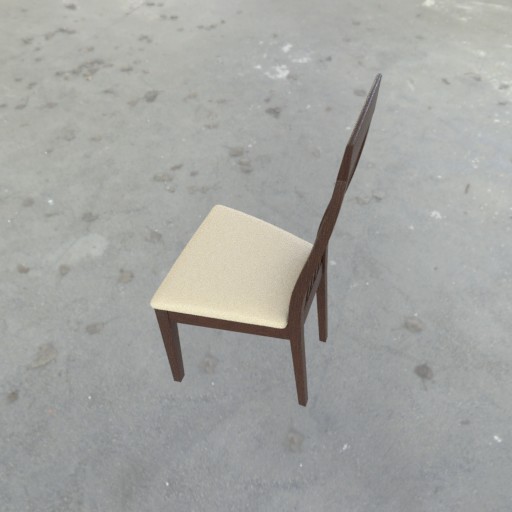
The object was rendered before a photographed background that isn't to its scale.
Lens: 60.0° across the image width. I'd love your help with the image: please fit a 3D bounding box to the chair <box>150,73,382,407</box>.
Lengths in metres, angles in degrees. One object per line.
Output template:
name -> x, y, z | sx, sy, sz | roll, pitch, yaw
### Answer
chair -> 0.000, 0.000, 1.284 | 0.474, 1.027, 0.460 | 15, 49, 14
